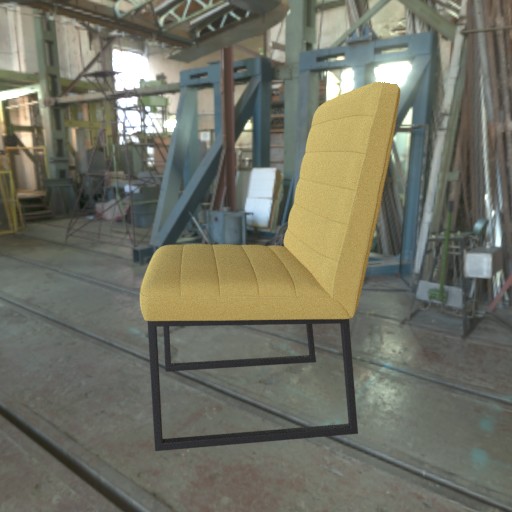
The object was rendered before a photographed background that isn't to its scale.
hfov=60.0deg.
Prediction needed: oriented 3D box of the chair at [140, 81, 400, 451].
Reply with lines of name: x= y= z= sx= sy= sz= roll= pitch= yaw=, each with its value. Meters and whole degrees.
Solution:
chair: x=0.000 y=0.000 z=1.323 sx=0.634 sy=0.930 sz=0.520 roll=-2 pitch=13 yaw=-8
